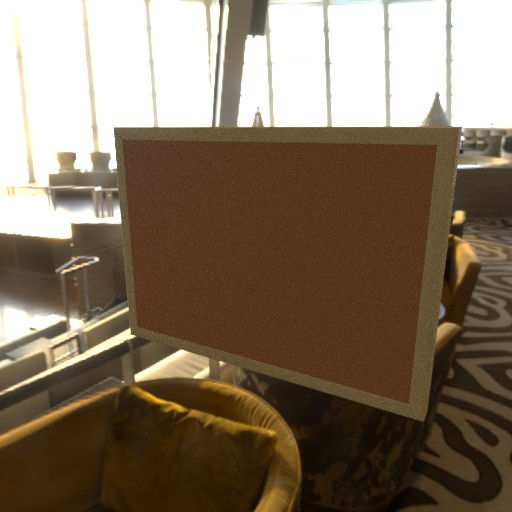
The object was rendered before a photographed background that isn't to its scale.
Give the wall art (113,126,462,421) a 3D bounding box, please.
[{"bbox_3d":[0.000,0.000,0.680,0.533,0.381,0.032,9,18,28],"label":"wall art"}]
